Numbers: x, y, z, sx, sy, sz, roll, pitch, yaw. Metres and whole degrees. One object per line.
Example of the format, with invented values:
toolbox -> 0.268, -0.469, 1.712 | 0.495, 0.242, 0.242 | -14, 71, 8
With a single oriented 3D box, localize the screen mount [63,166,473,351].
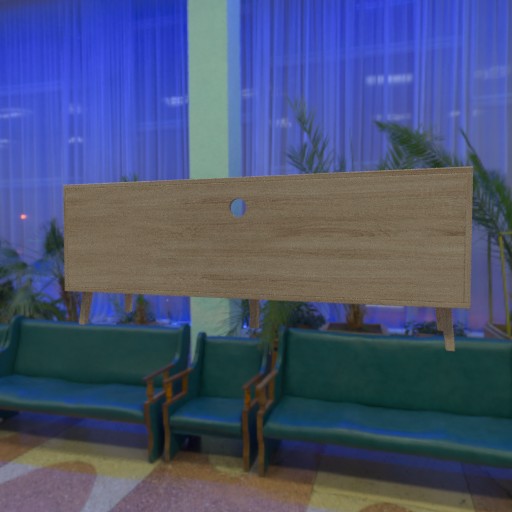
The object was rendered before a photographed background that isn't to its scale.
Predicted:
screen mount -> 0.000, 0.000, 1.767 | 1.500, 0.570, 0.420 | 1, 2, 18
